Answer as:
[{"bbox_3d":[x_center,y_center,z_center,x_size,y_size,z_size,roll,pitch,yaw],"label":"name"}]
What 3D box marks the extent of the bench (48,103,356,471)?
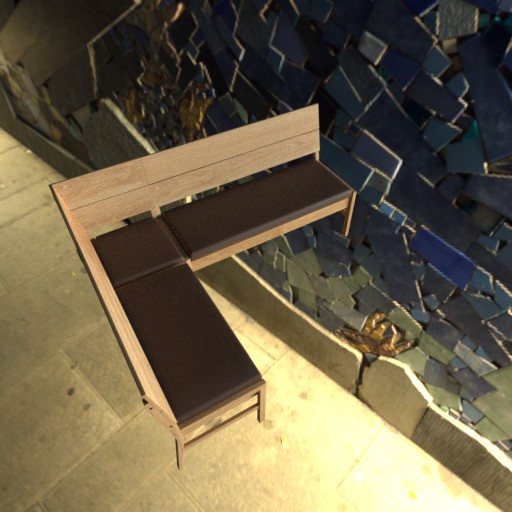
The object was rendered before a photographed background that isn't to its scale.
[{"bbox_3d":[0.000,0.000,2.819,1.975,0.890,1.549,-24,51,-21],"label":"bench"}]
